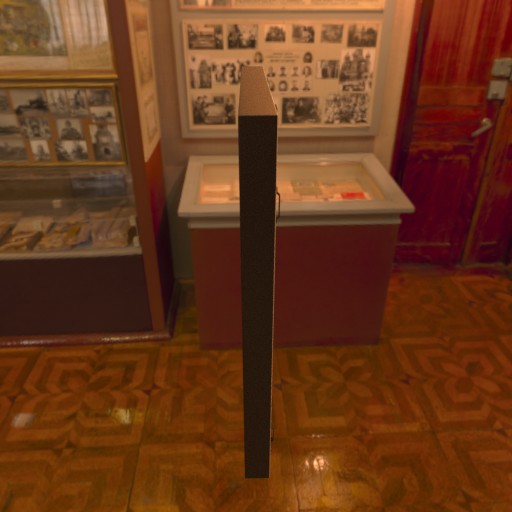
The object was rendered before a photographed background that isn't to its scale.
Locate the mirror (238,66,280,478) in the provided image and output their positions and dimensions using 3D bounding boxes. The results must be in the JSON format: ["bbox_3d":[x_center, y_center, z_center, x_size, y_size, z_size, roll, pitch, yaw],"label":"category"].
[{"bbox_3d":[0.000,0.000,0.694,0.041,0.509,0.406,-1,29,-1],"label":"mirror"}]
